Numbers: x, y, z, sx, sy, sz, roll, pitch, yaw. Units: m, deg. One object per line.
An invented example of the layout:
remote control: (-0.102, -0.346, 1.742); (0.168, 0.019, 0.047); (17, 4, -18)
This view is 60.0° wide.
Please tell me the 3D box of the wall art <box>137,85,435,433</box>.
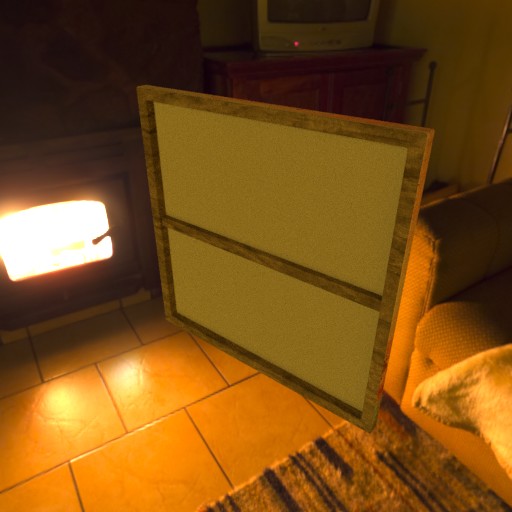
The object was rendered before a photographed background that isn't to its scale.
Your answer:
wall art: (0.000, 0.000, 1.126); (0.747, 0.747, 0.035); (21, 36, 32)
